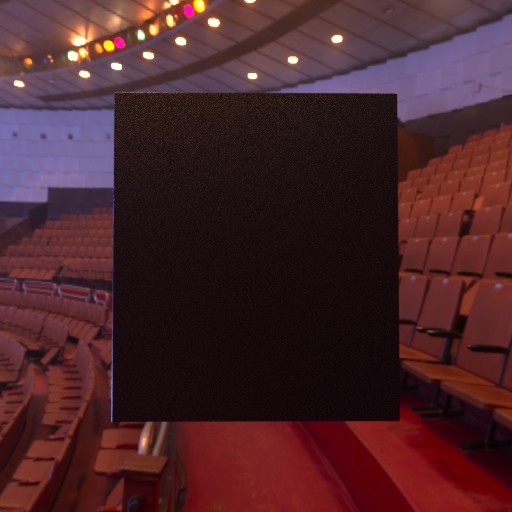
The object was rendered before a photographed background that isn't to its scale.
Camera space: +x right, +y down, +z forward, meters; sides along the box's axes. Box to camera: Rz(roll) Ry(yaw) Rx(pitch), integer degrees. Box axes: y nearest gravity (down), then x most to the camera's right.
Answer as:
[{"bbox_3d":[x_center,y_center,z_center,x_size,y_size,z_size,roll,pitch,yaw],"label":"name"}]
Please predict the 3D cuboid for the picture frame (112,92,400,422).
[{"bbox_3d":[0.000,0.000,0.526,0.328,0.378,0.034,0,-1,0],"label":"picture frame"}]
